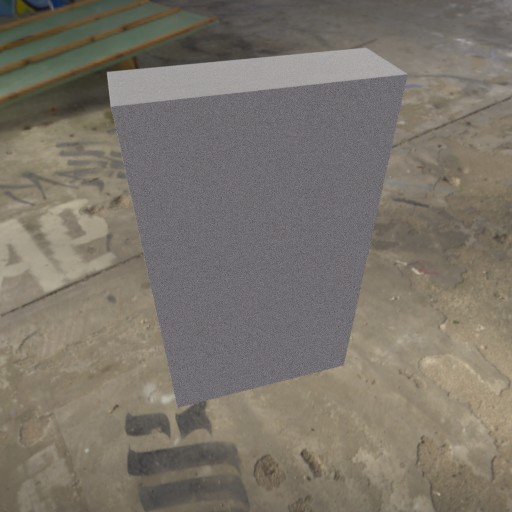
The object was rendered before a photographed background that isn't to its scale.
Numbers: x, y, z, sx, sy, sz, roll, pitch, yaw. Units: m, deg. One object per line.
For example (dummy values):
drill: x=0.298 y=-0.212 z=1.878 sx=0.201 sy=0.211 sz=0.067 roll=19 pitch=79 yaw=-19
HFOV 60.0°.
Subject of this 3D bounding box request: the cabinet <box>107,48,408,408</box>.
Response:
cabinet: x=0.000 y=0.000 z=1.583 sx=0.750 sy=1.280 sz=0.250 roll=-11 pitch=42 yaw=-12
